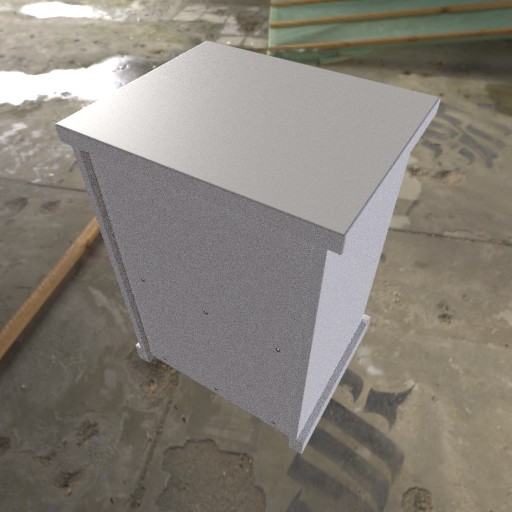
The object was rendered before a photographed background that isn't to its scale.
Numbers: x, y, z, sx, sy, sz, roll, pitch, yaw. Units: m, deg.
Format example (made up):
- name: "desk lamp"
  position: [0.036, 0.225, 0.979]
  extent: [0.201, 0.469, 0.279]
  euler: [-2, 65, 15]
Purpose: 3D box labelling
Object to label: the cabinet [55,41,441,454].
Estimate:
- name: "cabinet"
  position: [0.000, 0.000, 1.023]
  extent: [0.520, 0.723, 0.431]
  euler: [24, 50, 21]
